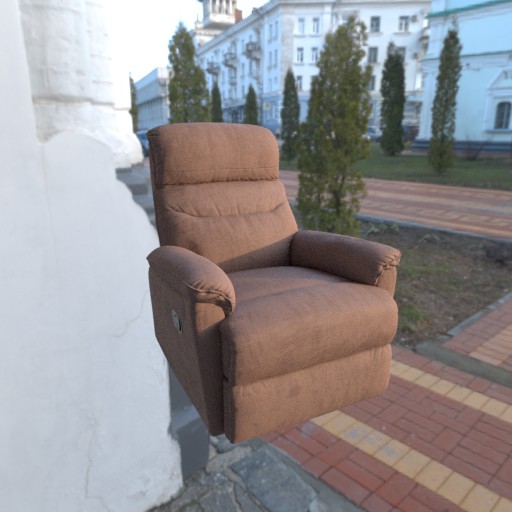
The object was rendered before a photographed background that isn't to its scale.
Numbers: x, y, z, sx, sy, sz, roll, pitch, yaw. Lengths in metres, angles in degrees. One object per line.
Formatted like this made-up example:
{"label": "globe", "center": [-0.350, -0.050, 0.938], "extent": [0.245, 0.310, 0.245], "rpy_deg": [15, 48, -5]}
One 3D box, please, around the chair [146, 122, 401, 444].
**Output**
{"label": "chair", "center": [0.000, 0.000, 1.779], "extent": [0.820, 1.037, 1.004], "rpy_deg": [-8, 18, -26]}
